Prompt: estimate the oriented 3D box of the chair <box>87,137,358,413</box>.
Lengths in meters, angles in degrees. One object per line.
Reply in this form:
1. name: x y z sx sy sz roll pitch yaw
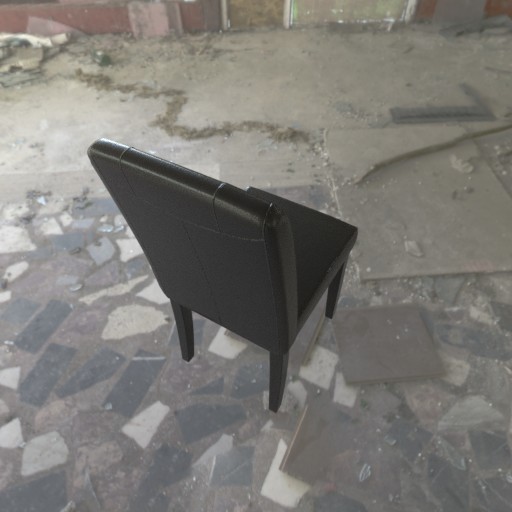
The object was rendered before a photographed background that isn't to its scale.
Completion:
1. chair: 0.000 0.000 1.205 0.399 0.897 0.556 24 52 21
